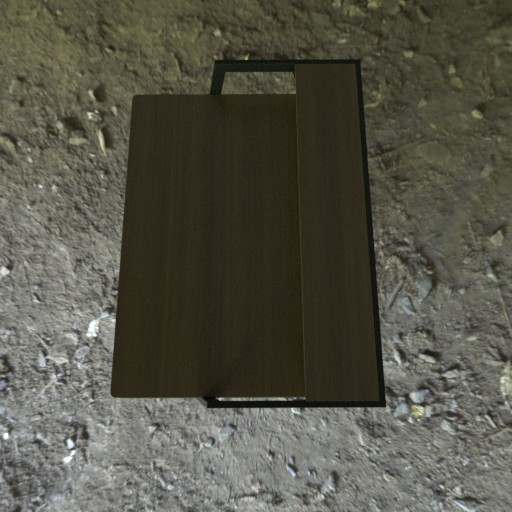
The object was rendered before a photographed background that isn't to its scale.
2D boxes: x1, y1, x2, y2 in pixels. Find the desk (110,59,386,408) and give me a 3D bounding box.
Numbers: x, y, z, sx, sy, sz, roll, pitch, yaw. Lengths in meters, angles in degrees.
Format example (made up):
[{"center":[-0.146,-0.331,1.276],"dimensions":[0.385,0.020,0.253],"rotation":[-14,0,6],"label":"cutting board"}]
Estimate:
[{"center":[0.000,0.000,1.871],"dimensions":[0.936,0.998,1.143],"rotation":[0,75,0],"label":"desk"}]
